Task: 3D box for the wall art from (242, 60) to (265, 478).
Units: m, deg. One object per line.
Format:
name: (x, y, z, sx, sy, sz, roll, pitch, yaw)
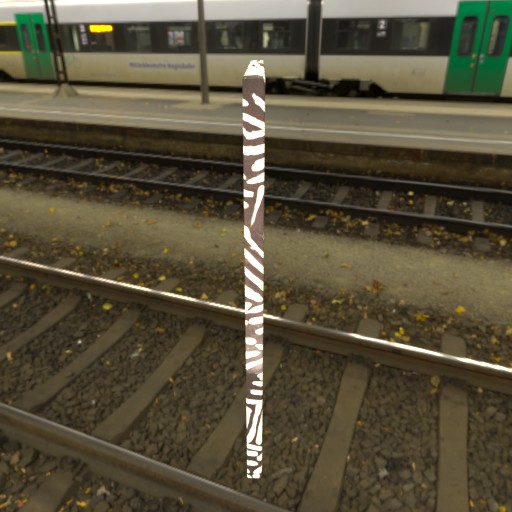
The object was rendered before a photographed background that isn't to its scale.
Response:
wall art: (0.000, 0.000, 1.165, 0.035, 0.918, 0.615, 0, 26, 1)
